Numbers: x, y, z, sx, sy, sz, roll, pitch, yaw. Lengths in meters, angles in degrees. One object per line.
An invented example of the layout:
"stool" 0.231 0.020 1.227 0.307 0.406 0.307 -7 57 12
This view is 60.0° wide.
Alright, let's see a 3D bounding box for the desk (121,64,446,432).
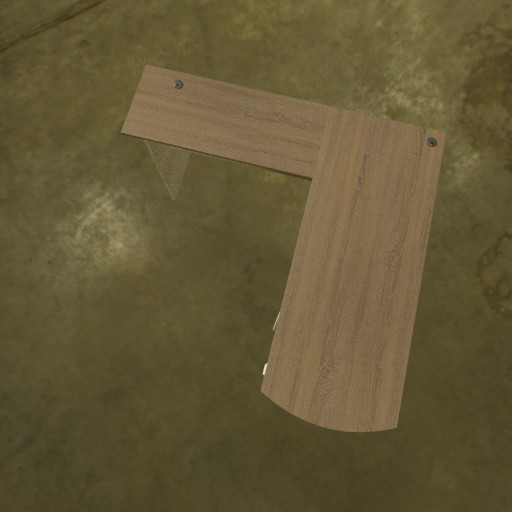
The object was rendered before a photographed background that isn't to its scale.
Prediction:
"desk" 0.000 0.000 2.140 1.361 0.716 1.303 14 76 4
